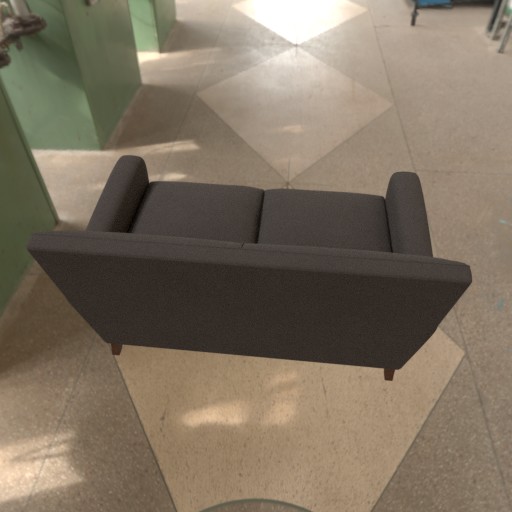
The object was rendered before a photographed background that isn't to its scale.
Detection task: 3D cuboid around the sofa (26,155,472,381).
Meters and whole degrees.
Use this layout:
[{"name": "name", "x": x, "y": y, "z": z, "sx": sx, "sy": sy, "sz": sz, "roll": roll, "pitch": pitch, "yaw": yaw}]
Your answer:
[{"name": "sofa", "x": 0.000, "y": 0.000, "z": 1.912, "sx": 1.420, "sy": 0.846, "sz": 0.871, "roll": 4, "pitch": 46, "yaw": 4}]
